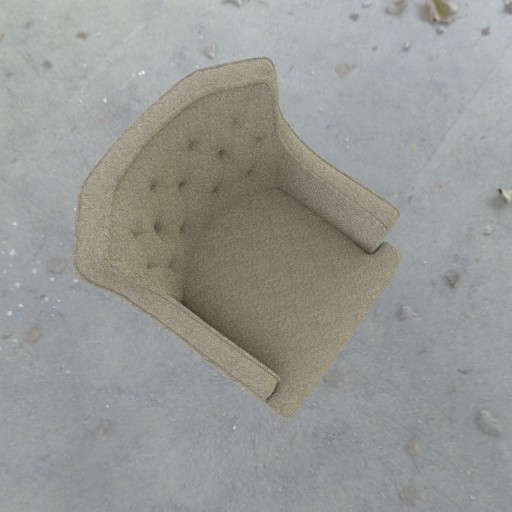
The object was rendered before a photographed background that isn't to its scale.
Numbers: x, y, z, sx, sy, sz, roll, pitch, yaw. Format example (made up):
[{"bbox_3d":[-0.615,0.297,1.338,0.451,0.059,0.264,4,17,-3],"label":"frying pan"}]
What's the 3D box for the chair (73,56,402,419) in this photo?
[{"bbox_3d":[0.000,0.000,1.645,0.910,0.920,0.820,37,77,10],"label":"chair"}]
